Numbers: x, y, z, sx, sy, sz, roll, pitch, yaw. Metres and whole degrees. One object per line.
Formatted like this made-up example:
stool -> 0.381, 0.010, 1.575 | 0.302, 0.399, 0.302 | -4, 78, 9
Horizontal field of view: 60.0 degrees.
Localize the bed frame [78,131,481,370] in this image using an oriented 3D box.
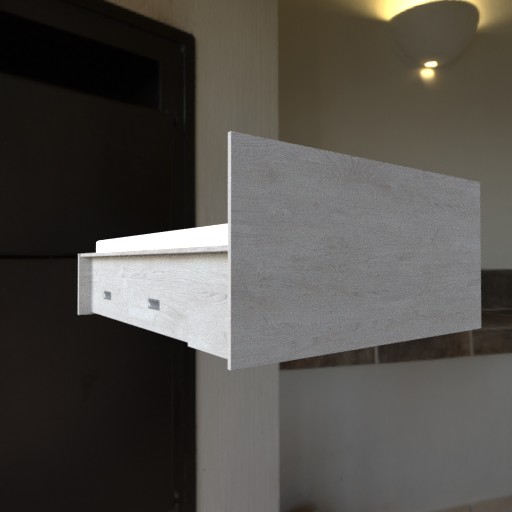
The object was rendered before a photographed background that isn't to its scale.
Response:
bed frame -> 0.000, 0.000, 2.748 | 1.622, 0.800, 1.960 | 1, -1, -36
